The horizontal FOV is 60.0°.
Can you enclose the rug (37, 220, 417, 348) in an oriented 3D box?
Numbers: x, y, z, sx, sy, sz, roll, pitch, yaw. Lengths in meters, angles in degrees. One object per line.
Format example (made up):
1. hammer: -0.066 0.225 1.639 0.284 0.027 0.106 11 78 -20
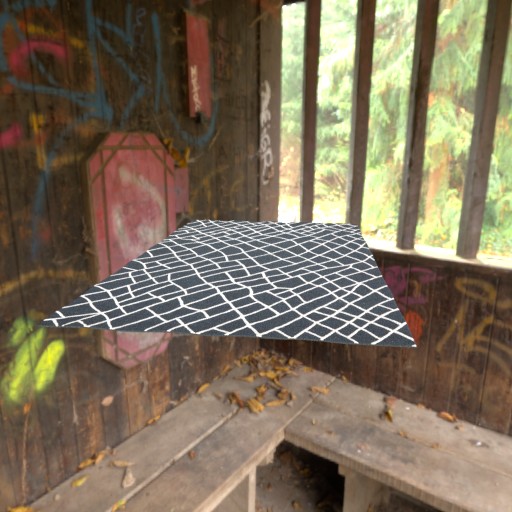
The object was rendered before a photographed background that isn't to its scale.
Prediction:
1. rug: 0.000 0.000 2.922 1.529 0.017 2.448 2 15 7
